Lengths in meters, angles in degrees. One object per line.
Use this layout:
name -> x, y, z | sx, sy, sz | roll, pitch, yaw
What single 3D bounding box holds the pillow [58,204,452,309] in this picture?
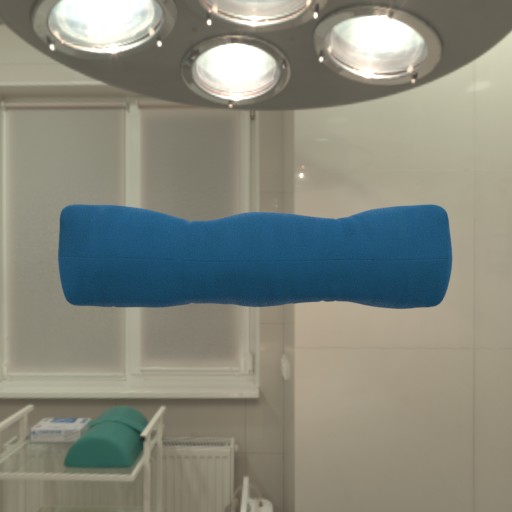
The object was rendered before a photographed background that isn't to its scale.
pillow -> 0.000, 0.000, 0.734 | 0.468, 0.128, 0.490 | 0, 0, 1
